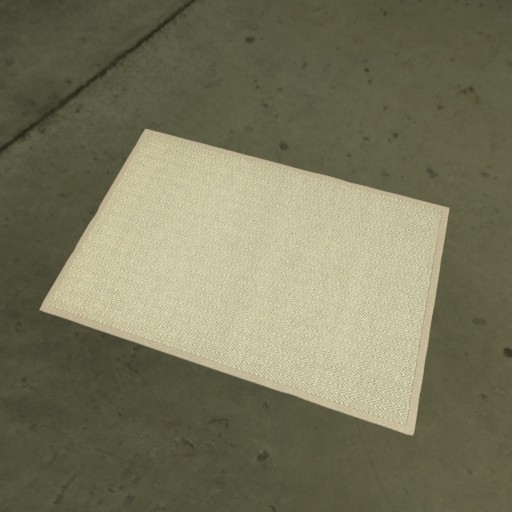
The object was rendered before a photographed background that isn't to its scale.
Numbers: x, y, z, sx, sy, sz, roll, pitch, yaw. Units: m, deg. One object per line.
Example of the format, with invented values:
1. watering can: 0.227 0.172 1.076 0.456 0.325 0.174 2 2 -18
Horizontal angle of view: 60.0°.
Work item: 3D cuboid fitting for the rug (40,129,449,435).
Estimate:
1. rug: 0.000 0.000 2.876 2.290 0.021 1.540 16 64 8
